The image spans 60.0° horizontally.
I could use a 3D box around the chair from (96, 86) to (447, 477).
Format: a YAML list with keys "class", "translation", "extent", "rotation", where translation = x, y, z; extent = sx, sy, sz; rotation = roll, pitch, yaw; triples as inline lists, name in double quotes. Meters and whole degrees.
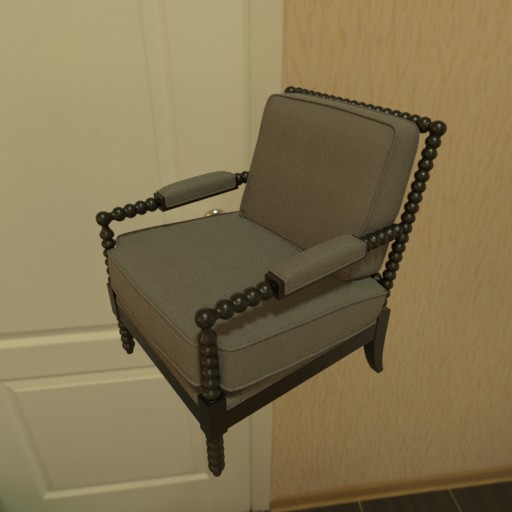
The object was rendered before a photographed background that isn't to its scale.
- class: "chair"
  translation: [0.000, 0.000, 1.077]
  extent: [0.622, 0.661, 0.540]
  rotation: [-21, 37, -31]
